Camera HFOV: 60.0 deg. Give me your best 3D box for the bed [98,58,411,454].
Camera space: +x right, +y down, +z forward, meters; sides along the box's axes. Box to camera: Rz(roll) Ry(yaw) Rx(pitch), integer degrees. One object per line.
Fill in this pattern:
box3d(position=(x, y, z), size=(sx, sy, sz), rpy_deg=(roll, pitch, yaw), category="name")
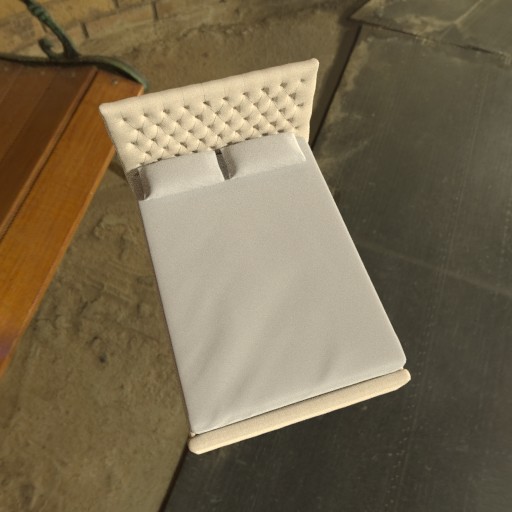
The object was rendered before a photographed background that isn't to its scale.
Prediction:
box3d(position=(0.000, 0.000, 3.430), size=(1.698, 1.427, 2.387), rpy_deg=(-15, 64, -7), category="bed")
